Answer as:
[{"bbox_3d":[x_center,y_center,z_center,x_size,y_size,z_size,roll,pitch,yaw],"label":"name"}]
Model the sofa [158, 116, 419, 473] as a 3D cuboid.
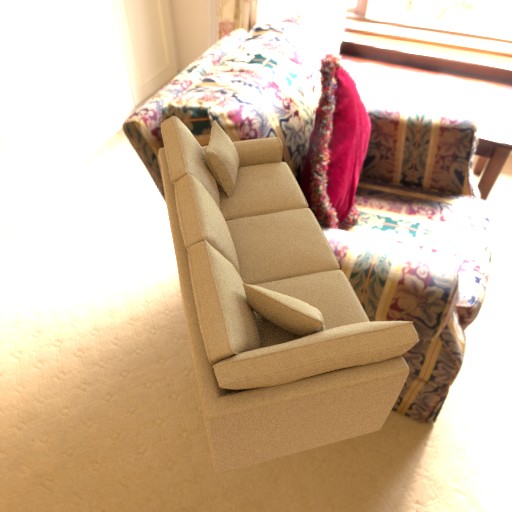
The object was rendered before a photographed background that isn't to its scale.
[{"bbox_3d":[0.000,0.000,2.964,1.061,0.962,2.317,-10,47,-10],"label":"sofa"}]
